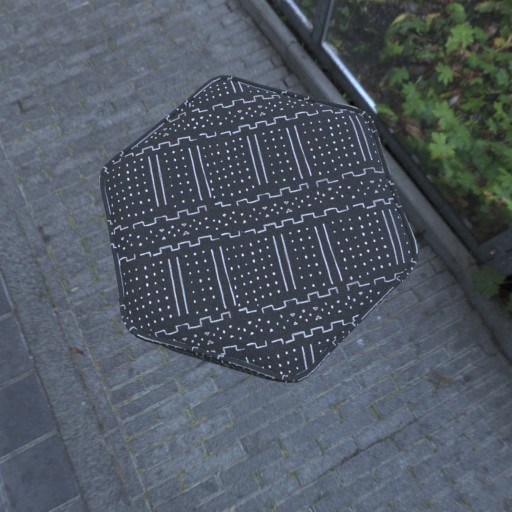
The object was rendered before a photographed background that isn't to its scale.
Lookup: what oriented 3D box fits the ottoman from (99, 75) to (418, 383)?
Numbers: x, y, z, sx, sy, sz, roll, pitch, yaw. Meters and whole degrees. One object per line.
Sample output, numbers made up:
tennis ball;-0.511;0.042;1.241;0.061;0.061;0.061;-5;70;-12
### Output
ottoman;0.000;0.000;0.882;0.443;0.502;0.494;-13;76;-3
